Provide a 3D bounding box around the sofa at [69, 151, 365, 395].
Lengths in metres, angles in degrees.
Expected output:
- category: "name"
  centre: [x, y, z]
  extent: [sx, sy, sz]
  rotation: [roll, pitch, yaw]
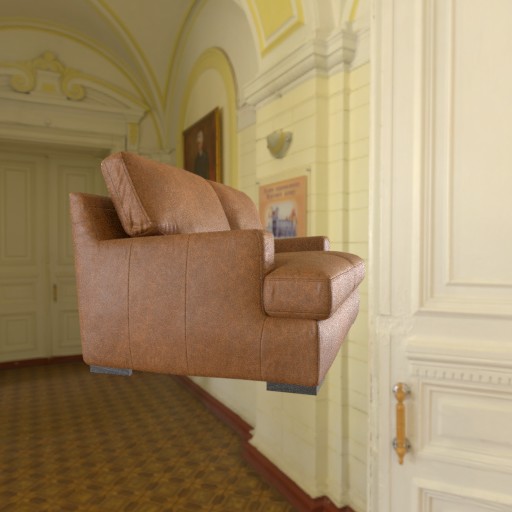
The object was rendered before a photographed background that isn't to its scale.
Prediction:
- category: "sofa"
  centre: [0.000, 0.000, 2.592]
  extent: [1.144, 0.966, 1.880]
  rotation: [1, 2, 17]
